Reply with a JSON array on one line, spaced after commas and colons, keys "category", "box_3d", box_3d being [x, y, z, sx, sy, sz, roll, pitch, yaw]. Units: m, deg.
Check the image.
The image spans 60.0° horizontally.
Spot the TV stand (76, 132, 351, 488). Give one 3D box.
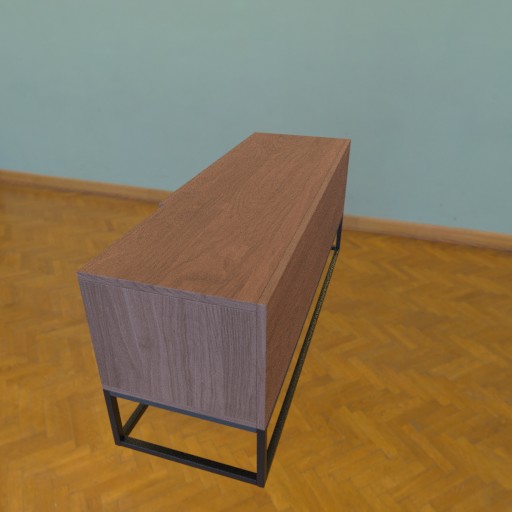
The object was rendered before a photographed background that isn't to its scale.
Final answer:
[{"category": "TV stand", "box_3d": [0.000, 0.000, 1.429, 0.415, 0.500, 1.200, 9, 30, 15]}]
